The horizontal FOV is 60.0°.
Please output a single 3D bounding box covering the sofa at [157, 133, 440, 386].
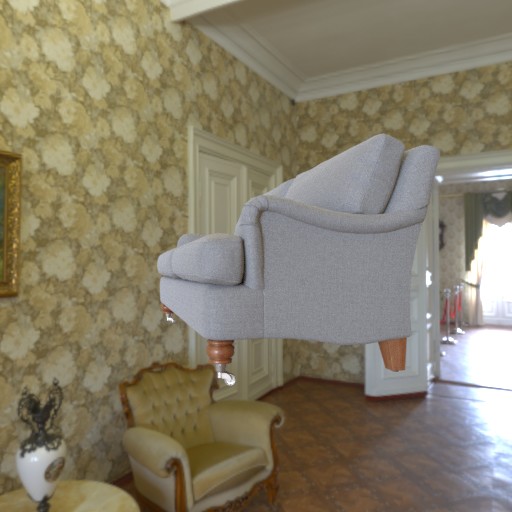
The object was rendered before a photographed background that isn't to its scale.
[{"bbox_3d":[0.000,0.000,2.789,1.087,1.054,2.160,0,-2,-17],"label":"sofa"}]
